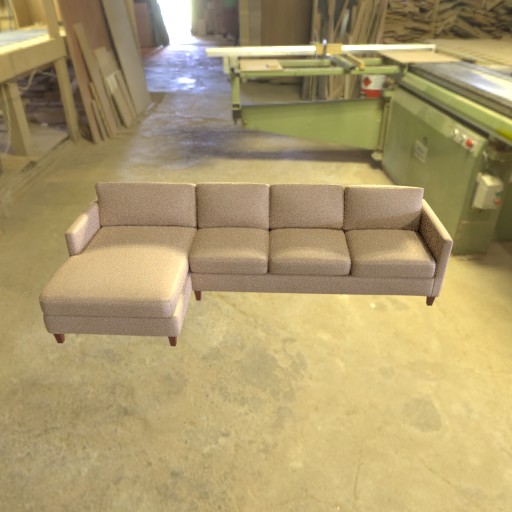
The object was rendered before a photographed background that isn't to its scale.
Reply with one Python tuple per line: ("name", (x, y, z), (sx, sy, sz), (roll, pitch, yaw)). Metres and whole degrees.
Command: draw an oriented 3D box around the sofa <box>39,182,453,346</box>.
("sofa", (0.000, 0.000, 3.794), (3.201, 0.876, 1.502), (1, 31, 2))
